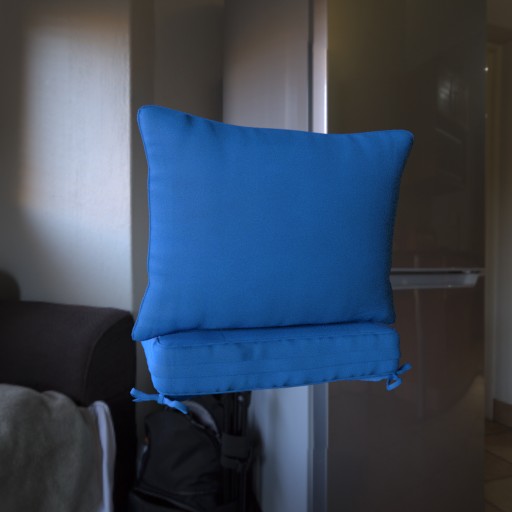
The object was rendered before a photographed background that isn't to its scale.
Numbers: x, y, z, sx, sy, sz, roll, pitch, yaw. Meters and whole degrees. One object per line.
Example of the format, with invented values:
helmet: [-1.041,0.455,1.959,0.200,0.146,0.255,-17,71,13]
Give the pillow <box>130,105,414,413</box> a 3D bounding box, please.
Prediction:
pillow: [0.000,0.000,1.426,0.798,0.725,0.733,0,1,-18]
